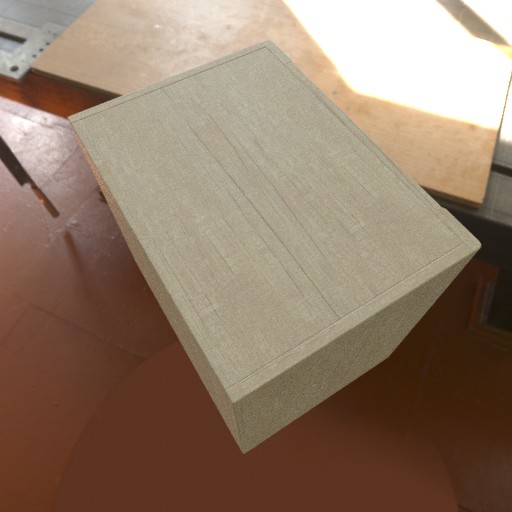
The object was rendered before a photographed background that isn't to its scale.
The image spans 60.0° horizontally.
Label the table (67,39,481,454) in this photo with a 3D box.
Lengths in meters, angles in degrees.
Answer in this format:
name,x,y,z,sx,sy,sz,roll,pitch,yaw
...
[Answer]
name,x,y,z,sx,sy,sz,roll,pitch,yaw
table,0.000,0.000,0.924,0.420,0.510,0.570,-28,64,-15
